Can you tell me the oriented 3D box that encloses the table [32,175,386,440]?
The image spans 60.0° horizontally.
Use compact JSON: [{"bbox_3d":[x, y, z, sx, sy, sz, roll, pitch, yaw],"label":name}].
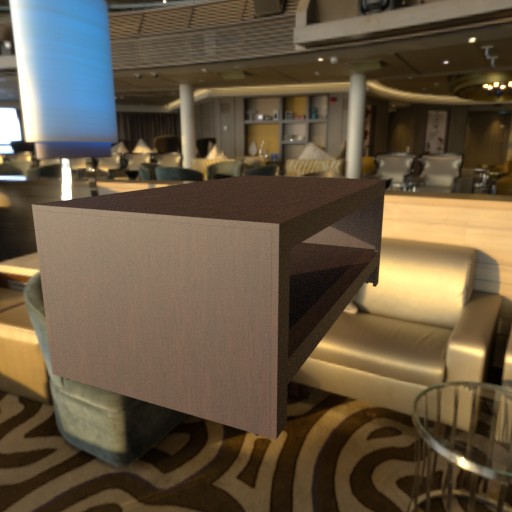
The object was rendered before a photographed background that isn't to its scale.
[{"bbox_3d":[0.000,0.000,1.406,0.597,0.424,1.099,6,15,24],"label":"table"}]
